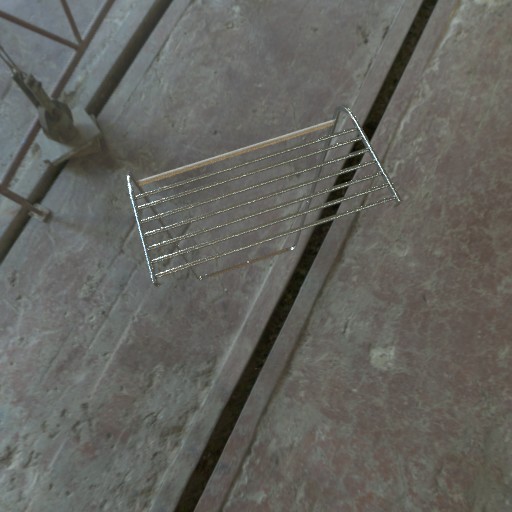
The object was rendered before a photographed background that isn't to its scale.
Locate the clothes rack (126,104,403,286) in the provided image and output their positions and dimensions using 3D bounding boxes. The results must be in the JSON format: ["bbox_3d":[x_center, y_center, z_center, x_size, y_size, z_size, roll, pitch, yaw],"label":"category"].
[{"bbox_3d":[0.000,0.000,1.811,0.609,1.574,0.349,-18,76,-5],"label":"clothes rack"}]
